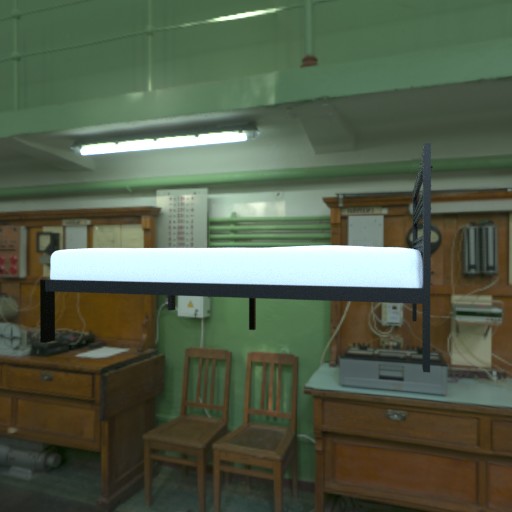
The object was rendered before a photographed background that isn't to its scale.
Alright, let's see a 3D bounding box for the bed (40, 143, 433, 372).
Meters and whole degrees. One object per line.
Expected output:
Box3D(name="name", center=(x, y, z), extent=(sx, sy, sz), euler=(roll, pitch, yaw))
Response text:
Box3D(name="bed", center=(0.000, 0.000, 2.904), extent=(2.062, 0.967, 1.524), euler=(0, 1, 18))
